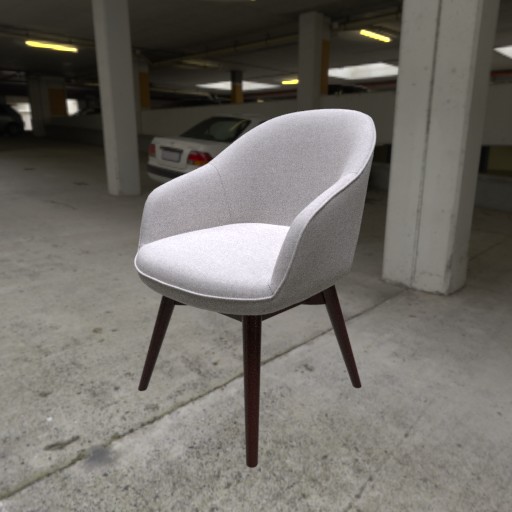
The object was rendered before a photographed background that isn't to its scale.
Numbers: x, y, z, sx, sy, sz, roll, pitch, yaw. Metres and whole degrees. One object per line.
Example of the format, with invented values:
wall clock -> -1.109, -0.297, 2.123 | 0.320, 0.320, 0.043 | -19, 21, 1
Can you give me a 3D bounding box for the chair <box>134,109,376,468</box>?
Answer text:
chair -> 0.000, 0.000, 1.268 | 0.596, 0.823, 0.635 | 14, 20, 42
